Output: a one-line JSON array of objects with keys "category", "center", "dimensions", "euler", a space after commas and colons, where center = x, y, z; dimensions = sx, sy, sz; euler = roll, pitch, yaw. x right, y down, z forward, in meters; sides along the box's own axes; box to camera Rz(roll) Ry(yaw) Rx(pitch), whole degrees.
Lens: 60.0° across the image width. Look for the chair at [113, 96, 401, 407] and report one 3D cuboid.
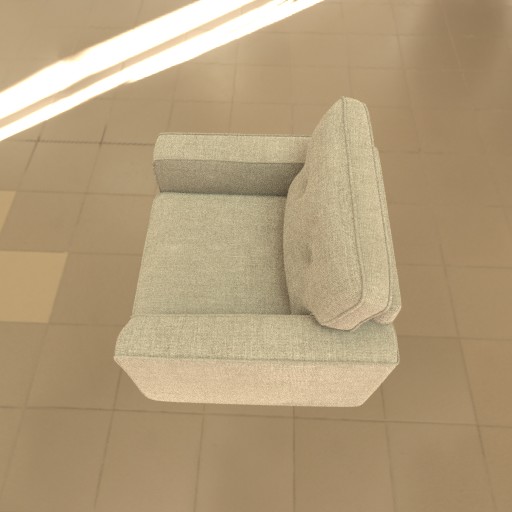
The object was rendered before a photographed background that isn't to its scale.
[{"category": "chair", "center": [0.000, 0.000, 1.785], "dimensions": [0.939, 0.965, 1.015], "euler": [1, 59, 1]}]
